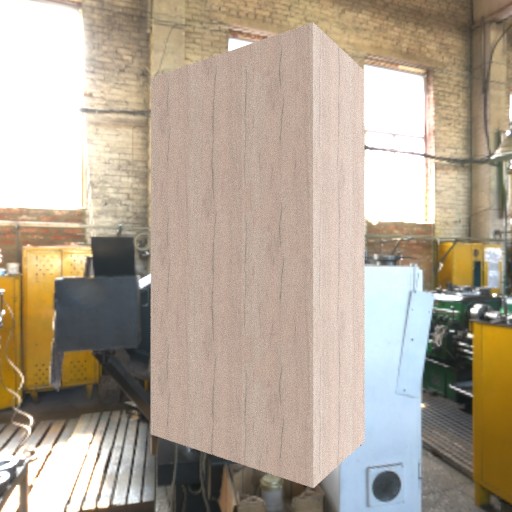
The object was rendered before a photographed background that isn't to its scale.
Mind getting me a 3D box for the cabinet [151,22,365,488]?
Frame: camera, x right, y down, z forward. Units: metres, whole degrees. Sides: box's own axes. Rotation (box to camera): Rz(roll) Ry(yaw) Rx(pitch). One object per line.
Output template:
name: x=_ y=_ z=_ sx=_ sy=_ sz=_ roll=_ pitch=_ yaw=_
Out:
cabinet: x=0.000 y=0.000 z=2.347 sx=0.980 sy=1.930 sz=0.580 roll=0 pitch=0 yaw=35
